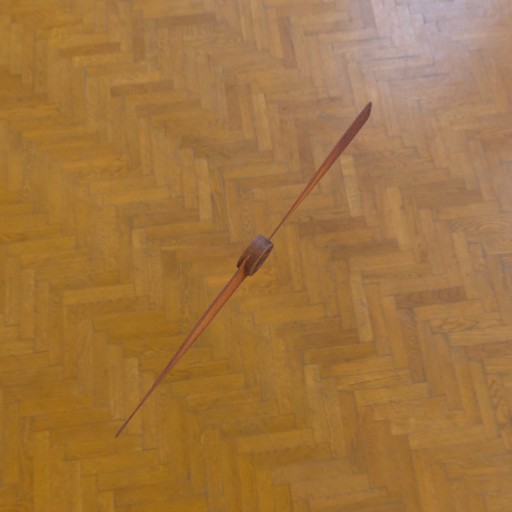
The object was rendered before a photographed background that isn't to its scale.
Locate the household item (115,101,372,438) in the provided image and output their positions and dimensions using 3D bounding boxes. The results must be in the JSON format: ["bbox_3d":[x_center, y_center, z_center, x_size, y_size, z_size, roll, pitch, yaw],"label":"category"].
[{"bbox_3d":[0.000,0.000,1.244,0.051,0.121,1.181,36,78,9],"label":"household item"}]
